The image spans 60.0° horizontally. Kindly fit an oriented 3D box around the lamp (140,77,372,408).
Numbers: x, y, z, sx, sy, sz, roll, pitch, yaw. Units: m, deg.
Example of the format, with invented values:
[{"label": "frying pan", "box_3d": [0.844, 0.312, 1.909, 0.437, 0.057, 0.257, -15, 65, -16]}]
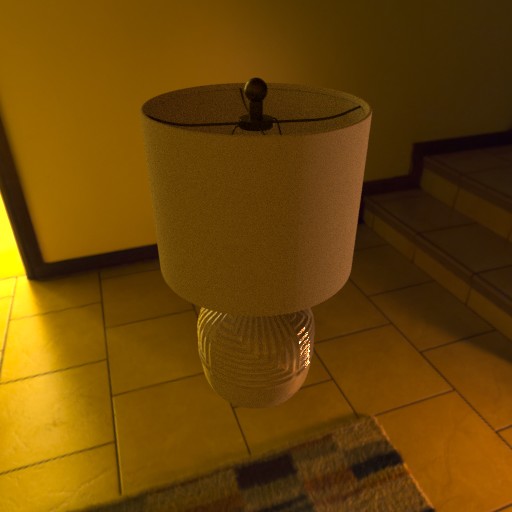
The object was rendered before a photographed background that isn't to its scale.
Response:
[{"label": "lamp", "box_3d": [0.000, 0.000, 0.750, 0.318, 0.567, 0.318, 0, 31, 0]}]
